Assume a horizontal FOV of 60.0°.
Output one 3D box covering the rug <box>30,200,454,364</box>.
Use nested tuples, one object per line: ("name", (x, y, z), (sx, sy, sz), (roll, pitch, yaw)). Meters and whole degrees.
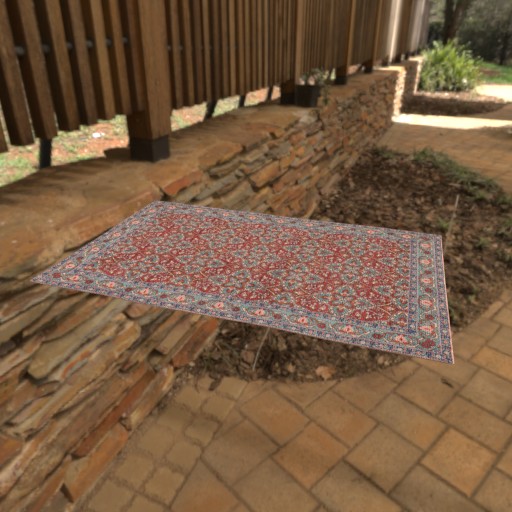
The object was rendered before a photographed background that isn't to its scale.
("rug", (0.000, 0.000, 3.041), (2.439, 0.011, 1.533), (9, 28, 16))
